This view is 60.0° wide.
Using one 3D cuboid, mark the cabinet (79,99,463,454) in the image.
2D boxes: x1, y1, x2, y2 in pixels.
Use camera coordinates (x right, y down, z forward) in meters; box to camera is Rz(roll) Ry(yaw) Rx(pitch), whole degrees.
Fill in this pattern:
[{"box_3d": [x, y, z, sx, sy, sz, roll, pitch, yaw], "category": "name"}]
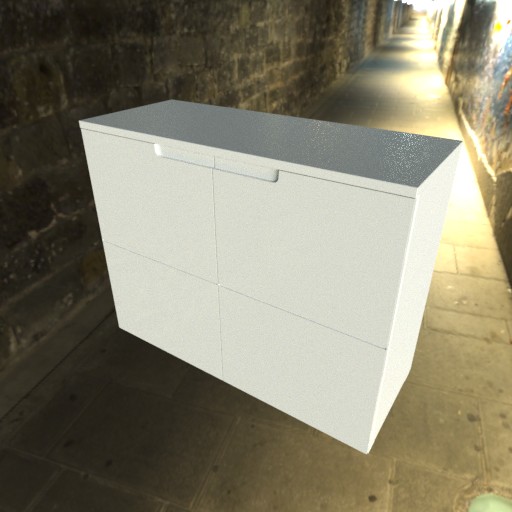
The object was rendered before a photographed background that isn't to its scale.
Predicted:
[{"box_3d": [0.000, 0.000, 1.419, 1.000, 0.800, 0.400, 18, 34, 29], "category": "cabinet"}]
